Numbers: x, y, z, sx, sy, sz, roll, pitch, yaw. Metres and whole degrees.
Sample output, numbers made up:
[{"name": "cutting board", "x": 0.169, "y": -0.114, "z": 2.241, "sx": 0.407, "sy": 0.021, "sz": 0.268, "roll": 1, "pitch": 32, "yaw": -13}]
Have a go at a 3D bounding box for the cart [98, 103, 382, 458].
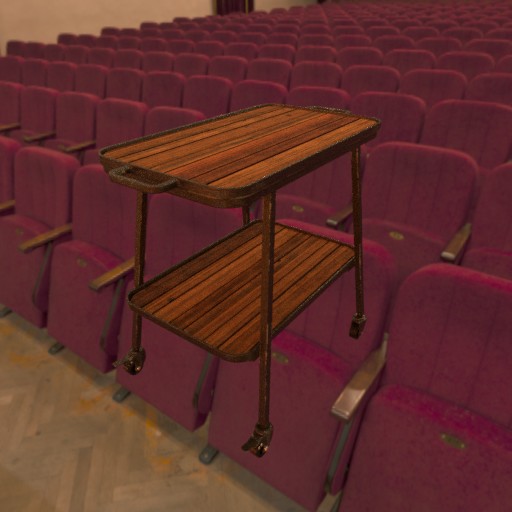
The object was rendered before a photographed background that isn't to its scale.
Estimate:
[{"name": "cart", "x": 0.000, "y": 0.000, "z": 1.274, "sx": 0.515, "sy": 0.700, "sz": 0.806, "roll": 20, "pitch": 35, "yaw": 31}]
